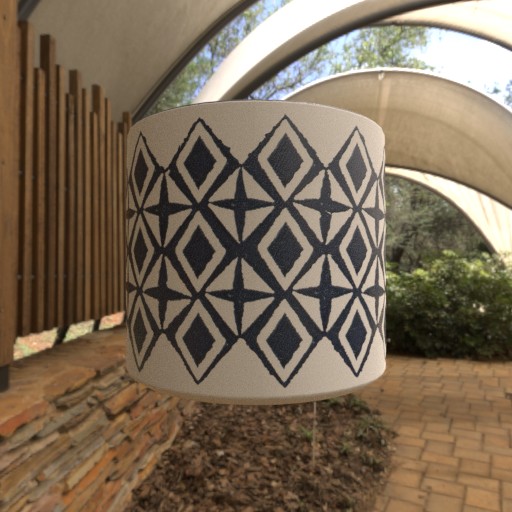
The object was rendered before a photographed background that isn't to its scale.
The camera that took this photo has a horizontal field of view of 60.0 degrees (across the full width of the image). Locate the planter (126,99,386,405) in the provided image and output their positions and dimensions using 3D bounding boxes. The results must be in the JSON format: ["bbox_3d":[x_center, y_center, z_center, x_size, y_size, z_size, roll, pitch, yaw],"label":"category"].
[{"bbox_3d":[0.000,0.000,0.399,0.224,0.203,0.224,0,-1,0],"label":"planter"}]
